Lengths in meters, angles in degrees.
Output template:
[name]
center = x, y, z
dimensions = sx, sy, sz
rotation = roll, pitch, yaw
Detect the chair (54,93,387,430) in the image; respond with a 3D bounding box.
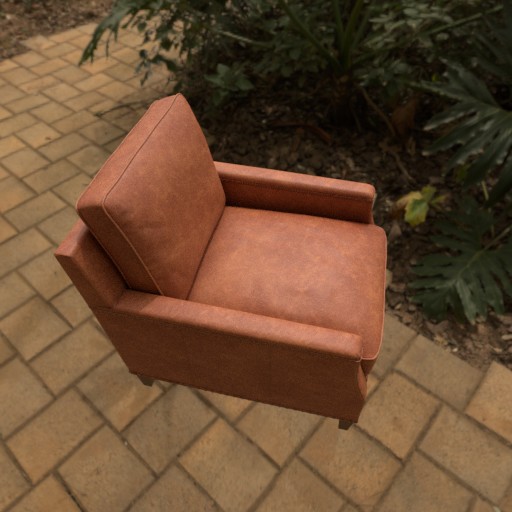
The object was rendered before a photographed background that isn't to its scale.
[chair]
center = 0.000, 0.000, 1.716
dimensions = 1.014, 0.943, 0.853
rotation = 10, 48, 9
